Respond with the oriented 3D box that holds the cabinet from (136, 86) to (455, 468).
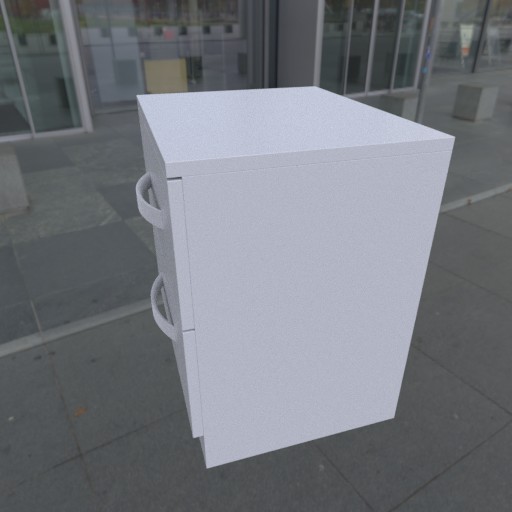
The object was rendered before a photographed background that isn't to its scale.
[{"bbox_3d":[0.000,0.000,0.748,0.360,0.470,0.400,-9,30,-15],"label":"cabinet"}]
